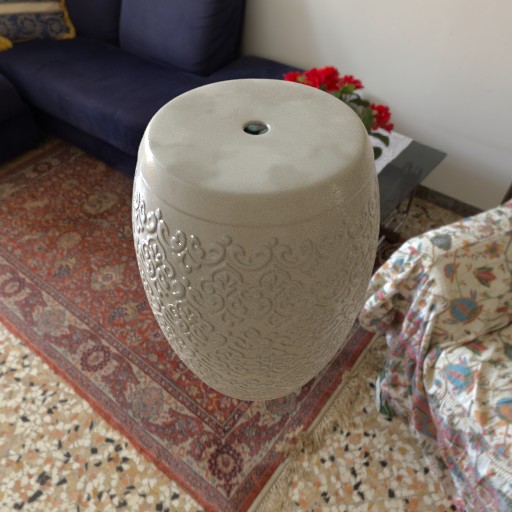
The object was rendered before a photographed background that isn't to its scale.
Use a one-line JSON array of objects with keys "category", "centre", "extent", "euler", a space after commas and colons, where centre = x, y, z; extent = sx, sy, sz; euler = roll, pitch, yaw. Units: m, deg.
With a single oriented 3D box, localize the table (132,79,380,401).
[{"category": "table", "centre": [0.000, 0.000, 0.608], "extent": [0.309, 0.397, 0.309], "euler": [0, 47, 0]}]
